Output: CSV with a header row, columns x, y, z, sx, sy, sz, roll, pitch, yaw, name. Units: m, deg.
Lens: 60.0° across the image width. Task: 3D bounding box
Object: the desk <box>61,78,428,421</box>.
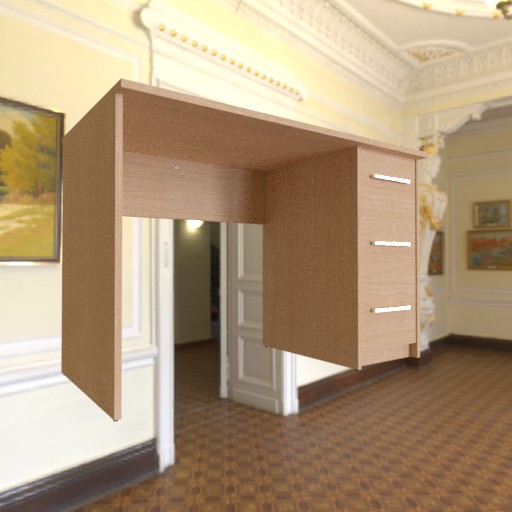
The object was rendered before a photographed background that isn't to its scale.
x,y,z,sx,sy,sz,roll,pitch,yaw,name
0.000,0.000,1.475,1.097,0.735,0.560,1,-1,-35,desk
